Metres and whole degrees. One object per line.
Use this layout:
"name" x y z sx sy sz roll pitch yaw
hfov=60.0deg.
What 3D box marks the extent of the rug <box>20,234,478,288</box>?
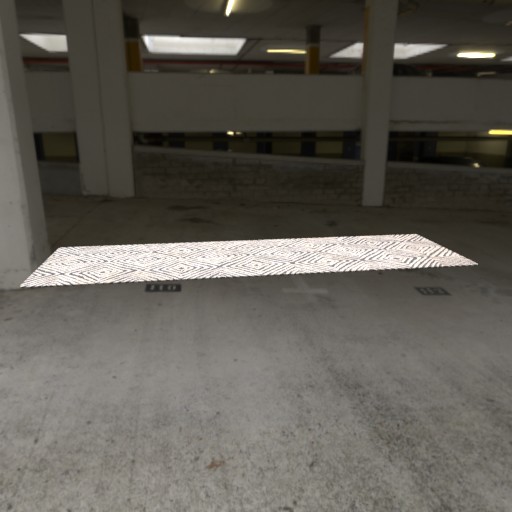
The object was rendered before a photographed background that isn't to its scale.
"rug" 0.000 0.000 2.491 2.277 0.008 0.676 -2 17 -8
